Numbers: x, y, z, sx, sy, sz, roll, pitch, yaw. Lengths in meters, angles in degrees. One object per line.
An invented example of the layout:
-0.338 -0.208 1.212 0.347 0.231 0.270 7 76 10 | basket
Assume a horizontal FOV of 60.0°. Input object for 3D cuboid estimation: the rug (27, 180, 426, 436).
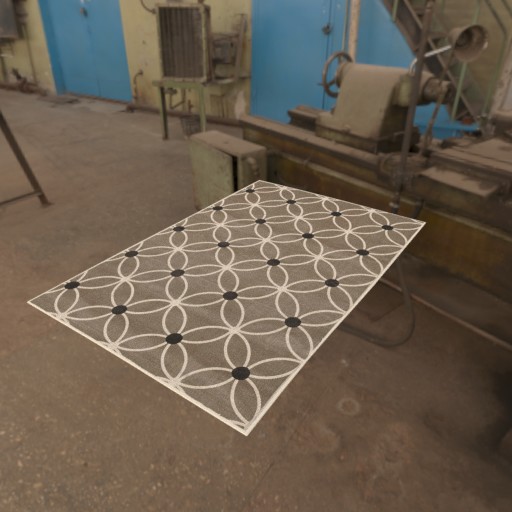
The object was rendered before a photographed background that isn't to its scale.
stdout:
0.000 0.000 2.895 1.522 0.008 2.284 20 36 30 | rug
